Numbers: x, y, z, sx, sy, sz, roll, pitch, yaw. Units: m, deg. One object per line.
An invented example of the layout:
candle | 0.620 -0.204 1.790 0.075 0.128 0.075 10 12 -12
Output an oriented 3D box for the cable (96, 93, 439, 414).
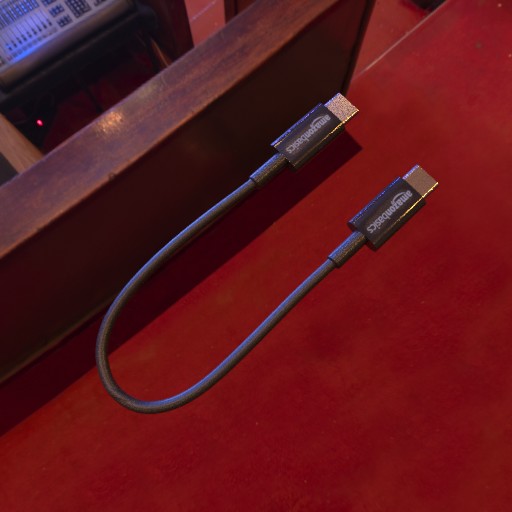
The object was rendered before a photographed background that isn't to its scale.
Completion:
cable | 0.000 0.000 0.115 0.098 0.005 0.041 -42 80 -9
